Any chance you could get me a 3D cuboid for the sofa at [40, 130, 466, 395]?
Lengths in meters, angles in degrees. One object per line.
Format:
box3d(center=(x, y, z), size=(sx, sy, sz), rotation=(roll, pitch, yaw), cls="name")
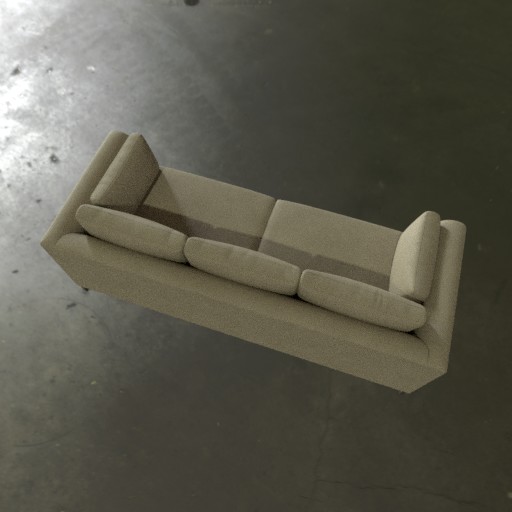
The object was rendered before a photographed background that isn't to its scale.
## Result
box3d(center=(0.000, 0.000, 2.956), size=(2.415, 0.867, 0.969), rotation=(17, 64, 8), cls="sofa")
